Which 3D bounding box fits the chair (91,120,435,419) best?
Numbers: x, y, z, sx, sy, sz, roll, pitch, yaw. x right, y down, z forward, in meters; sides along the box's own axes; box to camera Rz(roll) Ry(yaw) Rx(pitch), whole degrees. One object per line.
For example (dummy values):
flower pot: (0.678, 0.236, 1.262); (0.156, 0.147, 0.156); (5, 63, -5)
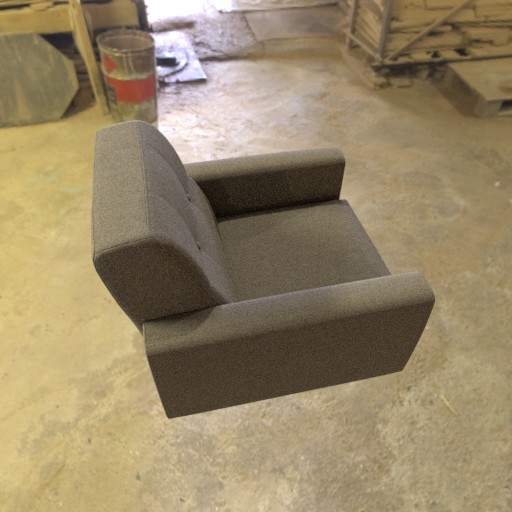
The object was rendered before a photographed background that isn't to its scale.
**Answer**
chair: (0.000, 0.000, 1.542); (0.907, 0.839, 0.831); (-10, 47, -9)
